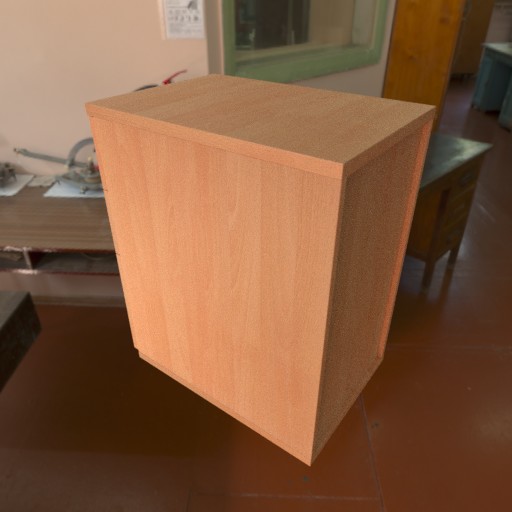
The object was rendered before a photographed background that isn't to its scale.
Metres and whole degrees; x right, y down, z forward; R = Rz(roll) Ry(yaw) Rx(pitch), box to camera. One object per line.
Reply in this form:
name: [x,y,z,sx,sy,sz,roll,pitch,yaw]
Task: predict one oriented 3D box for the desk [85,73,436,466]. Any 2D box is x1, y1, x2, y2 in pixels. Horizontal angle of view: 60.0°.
desk: [0.000,0.000,1.095,0.600,0.730,0.404,22,38,30]
